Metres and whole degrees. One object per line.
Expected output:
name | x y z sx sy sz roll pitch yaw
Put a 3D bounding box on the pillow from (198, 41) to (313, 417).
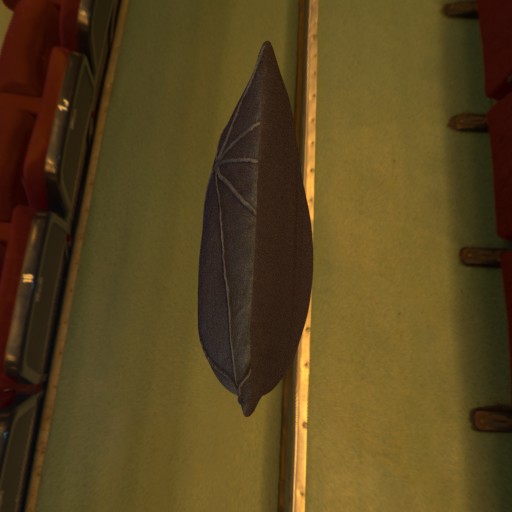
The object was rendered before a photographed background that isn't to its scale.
pillow | 0.000 0.000 0.684 0.183 0.440 0.439 3 74 1
